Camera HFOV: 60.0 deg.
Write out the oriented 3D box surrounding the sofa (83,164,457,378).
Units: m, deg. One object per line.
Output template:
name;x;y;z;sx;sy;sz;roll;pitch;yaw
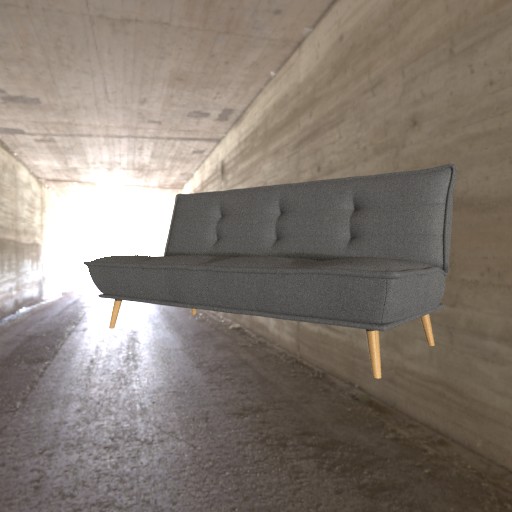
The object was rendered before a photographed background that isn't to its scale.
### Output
sofa;0.000;0.000;2.456;1.940;0.890;0.950;1;1;37
